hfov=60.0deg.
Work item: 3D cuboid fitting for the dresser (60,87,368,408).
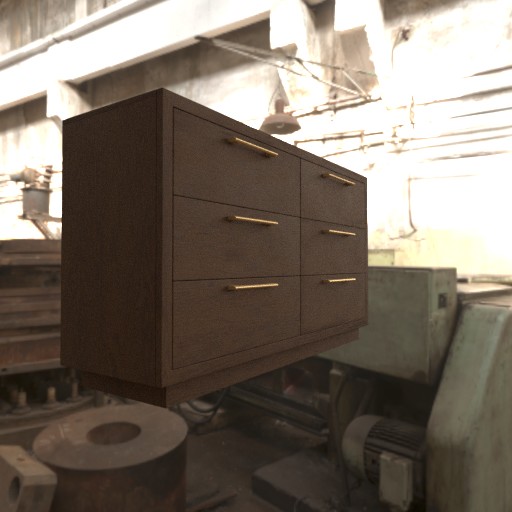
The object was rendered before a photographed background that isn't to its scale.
[{"bbox_3d":[0.000,0.000,1.945,0.512,0.889,1.523,-1,-1,35],"label":"dresser"}]
